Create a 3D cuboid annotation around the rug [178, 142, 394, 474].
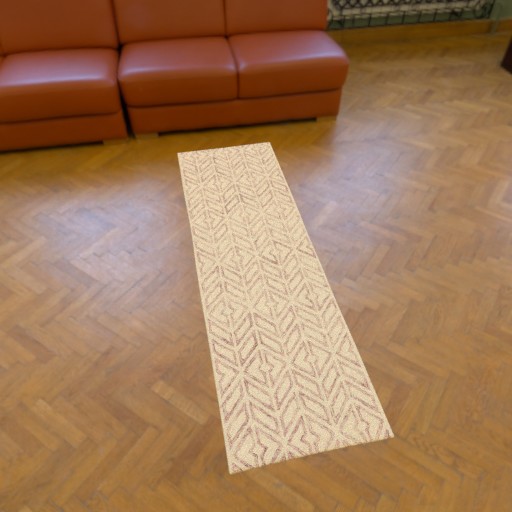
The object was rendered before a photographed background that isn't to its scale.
[{"bbox_3d":[0.000,0.000,2.748,0.750,0.009,2.435,-9,48,-8],"label":"rug"}]
